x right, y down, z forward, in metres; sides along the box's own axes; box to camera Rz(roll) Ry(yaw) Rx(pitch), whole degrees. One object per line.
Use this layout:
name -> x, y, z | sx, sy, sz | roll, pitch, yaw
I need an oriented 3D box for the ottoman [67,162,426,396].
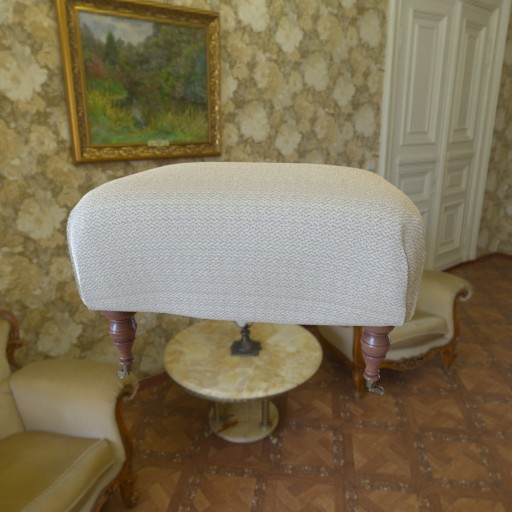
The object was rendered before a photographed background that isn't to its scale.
ottoman -> 0.000, 0.000, 1.096 | 0.684, 0.447, 0.622 | 2, 16, 7
